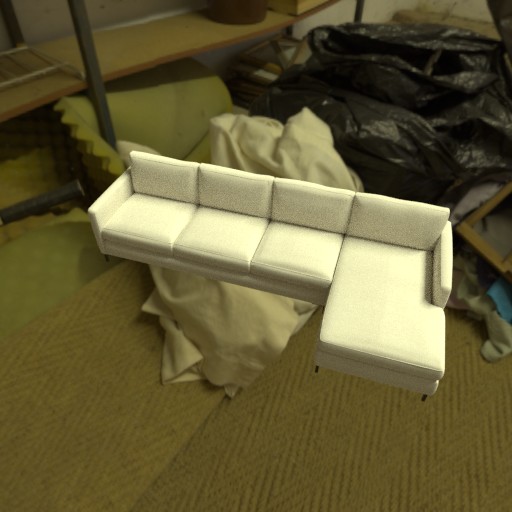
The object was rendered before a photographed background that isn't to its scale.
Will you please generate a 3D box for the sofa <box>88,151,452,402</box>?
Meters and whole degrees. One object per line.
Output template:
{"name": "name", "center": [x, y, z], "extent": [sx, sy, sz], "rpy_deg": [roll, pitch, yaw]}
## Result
{"name": "sofa", "center": [0.000, 0.000, 2.968], "extent": [2.445, 0.677, 1.126], "rpy_deg": [13, 45, 13]}
